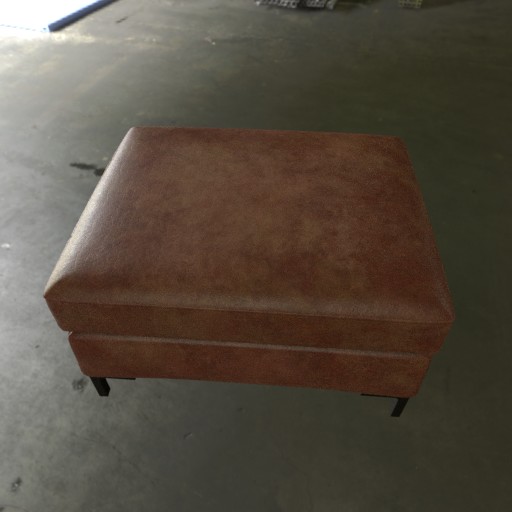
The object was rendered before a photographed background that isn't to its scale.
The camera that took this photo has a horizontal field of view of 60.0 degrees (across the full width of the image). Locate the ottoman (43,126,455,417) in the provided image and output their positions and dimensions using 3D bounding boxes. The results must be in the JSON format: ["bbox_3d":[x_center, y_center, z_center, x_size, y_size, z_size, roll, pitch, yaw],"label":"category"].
[{"bbox_3d":[0.000,0.000,1.753,1.186,0.667,0.965,3,46,3],"label":"ottoman"}]
